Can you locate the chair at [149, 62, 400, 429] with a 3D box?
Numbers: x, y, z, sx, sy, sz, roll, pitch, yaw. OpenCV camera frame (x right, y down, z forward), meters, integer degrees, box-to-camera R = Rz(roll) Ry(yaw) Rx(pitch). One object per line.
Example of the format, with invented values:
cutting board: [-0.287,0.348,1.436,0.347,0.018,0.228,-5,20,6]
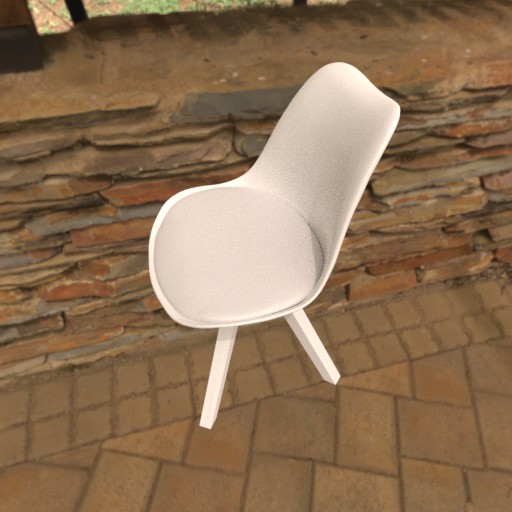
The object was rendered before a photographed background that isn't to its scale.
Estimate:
chair: [0.000,0.000,1.163,0.550,0.850,0.485,-15,49,-13]
